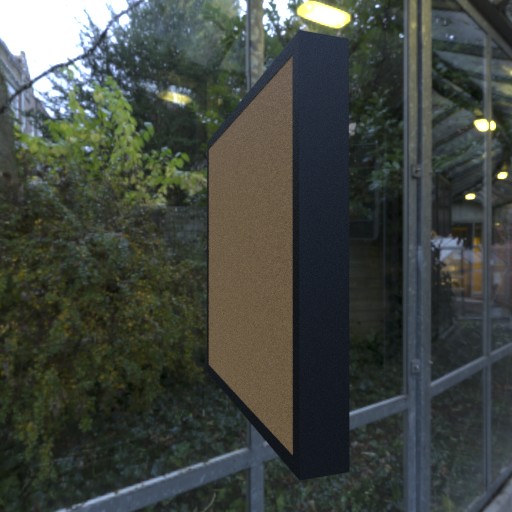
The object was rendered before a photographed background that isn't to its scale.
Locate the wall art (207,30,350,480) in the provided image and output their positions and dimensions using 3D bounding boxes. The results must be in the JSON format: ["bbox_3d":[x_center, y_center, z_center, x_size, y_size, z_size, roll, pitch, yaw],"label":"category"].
[{"bbox_3d":[0.000,0.000,0.449,0.038,0.304,0.305,0,0,-18],"label":"wall art"}]
